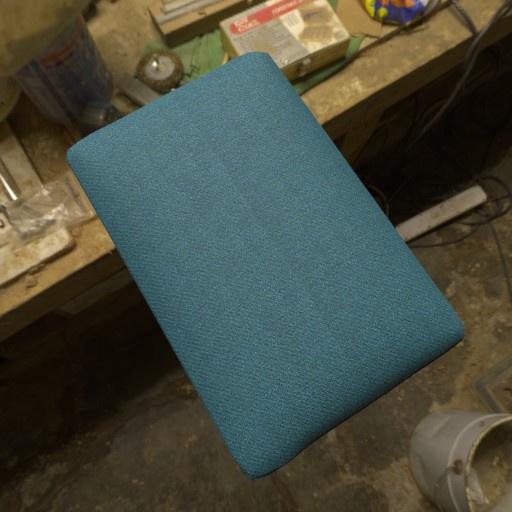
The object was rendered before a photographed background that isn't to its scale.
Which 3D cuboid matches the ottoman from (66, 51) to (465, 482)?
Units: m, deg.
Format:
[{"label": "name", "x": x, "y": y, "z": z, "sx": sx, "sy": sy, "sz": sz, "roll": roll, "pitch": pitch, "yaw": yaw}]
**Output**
[{"label": "ottoman", "x": 0.000, "y": 0.000, "z": 1.143, "sx": 0.563, "sy": 0.498, "sz": 0.856, "roll": -31, "pitch": 78, "yaw": -7}]
